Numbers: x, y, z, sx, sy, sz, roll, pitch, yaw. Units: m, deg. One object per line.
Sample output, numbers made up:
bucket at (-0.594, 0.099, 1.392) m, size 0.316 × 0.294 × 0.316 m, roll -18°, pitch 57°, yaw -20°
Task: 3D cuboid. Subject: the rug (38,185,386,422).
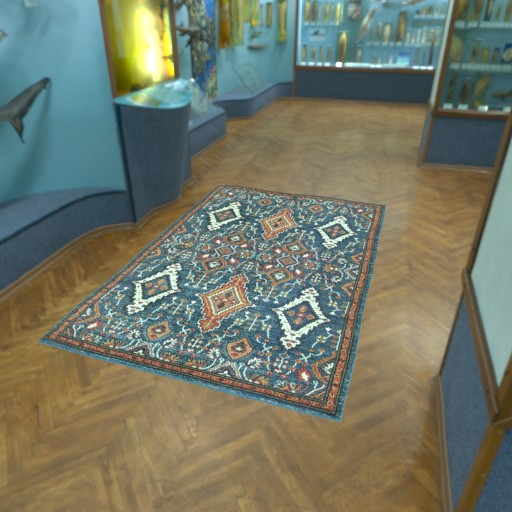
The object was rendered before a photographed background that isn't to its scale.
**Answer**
rug at (0.000, 0.000, 2.319) m, size 1.195 × 0.014 × 1.847 m, roll 9°, pitch 31°, yaw 16°
